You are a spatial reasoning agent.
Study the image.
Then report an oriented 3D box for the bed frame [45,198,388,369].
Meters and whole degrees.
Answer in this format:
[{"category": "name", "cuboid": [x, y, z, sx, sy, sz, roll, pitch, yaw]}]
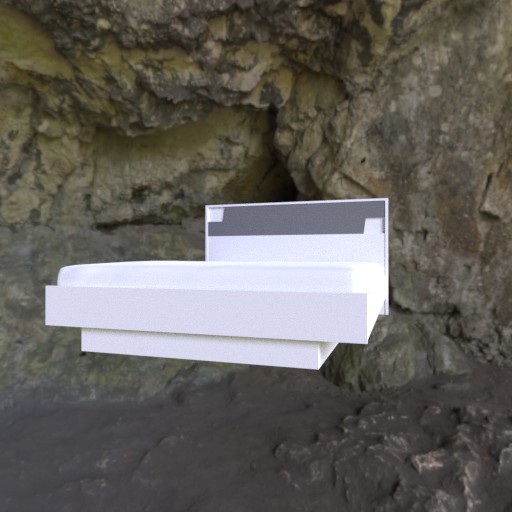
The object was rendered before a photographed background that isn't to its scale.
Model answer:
[{"category": "bed frame", "cuboid": [0.000, 0.000, 3.094, 1.711, 1.001, 2.100, 0, 0, 18]}]
